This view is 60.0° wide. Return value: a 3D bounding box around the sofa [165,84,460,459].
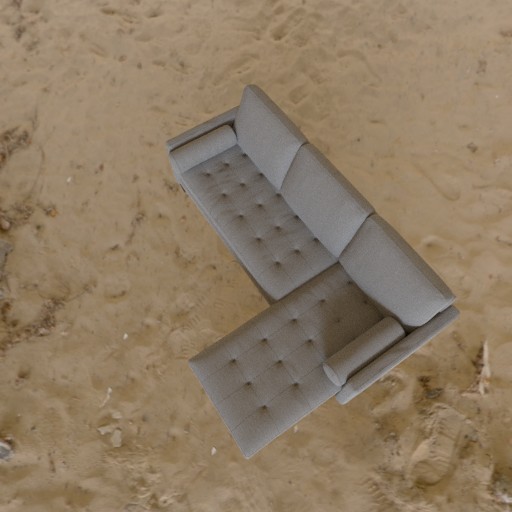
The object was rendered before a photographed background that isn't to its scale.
[{"bbox_3d":[0.000,0.000,3.012,1.506,0.875,2.178,-31,67,-15],"label":"sofa"}]
